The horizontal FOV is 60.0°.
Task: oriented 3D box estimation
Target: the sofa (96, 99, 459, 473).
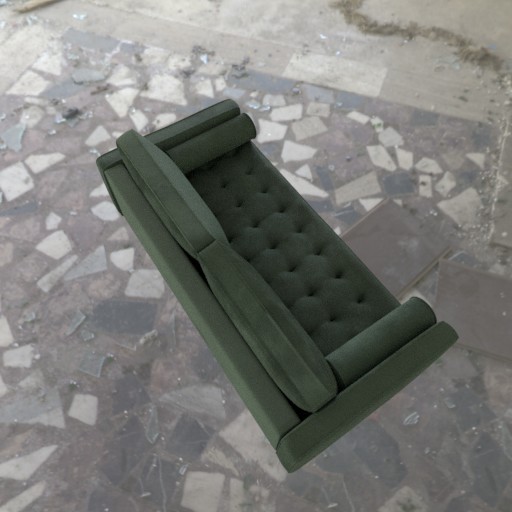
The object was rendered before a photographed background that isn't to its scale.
[{"bbox_3d":[0.000,0.000,2.334,0.916,0.772,1.880,-30,64,-16],"label":"sofa"}]
